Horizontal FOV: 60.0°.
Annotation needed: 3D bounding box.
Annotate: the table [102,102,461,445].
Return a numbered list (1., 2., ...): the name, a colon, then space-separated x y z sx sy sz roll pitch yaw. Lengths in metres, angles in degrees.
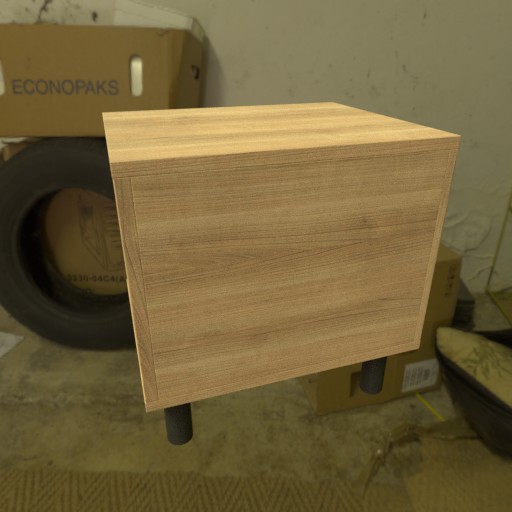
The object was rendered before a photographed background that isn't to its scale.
1. table: 0.000 0.000 0.783 0.445 0.460 0.380 -8 27 -17
